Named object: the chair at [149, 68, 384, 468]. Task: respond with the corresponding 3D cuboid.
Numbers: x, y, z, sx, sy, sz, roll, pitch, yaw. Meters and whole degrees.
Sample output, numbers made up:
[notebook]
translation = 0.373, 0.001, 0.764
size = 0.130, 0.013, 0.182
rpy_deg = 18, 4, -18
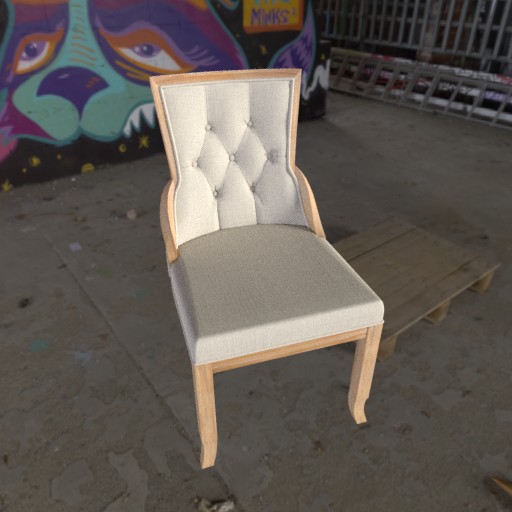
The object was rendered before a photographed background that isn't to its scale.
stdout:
[chair]
translation = 0.000, 0.000, 1.331
size = 0.524, 0.947, 0.641
rpy_deg = -10, 33, -15
